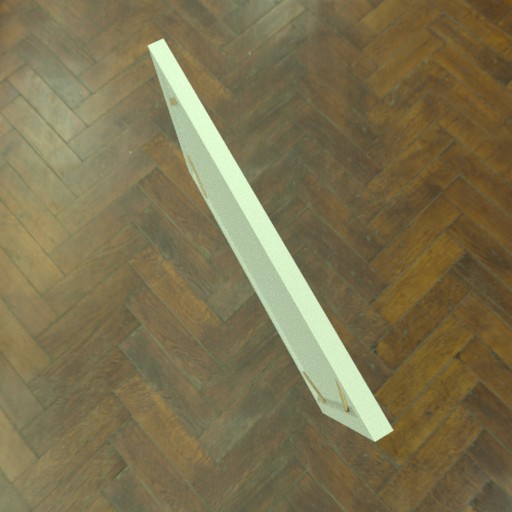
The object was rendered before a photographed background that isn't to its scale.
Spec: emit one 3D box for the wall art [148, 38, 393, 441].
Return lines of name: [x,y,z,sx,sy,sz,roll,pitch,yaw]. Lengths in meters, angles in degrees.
wall art: [0.000,0.000,1.155,0.038,0.609,0.914,-28,77,-7]
